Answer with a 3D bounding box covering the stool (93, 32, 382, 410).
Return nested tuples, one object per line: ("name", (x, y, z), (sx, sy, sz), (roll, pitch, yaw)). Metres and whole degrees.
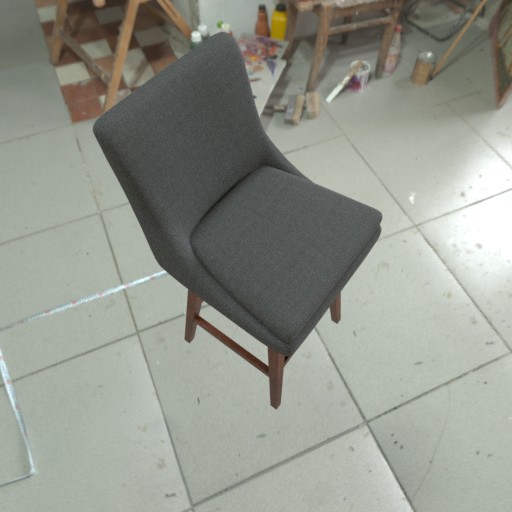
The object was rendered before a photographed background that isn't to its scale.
("stool", (0.000, 0.000, 1.252), (0.524, 0.977, 0.447), (33, 63, 19))
